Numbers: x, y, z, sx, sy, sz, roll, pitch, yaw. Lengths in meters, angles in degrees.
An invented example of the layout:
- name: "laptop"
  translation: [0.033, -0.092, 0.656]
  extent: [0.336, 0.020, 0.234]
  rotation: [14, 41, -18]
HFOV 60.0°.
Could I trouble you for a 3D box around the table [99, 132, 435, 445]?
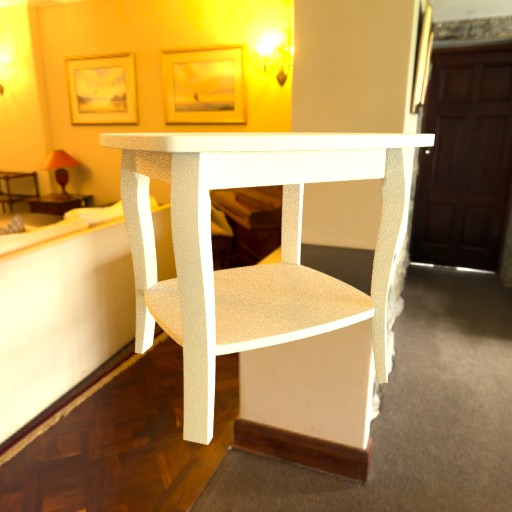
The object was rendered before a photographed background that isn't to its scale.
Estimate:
- name: "table"
  translation: [0.000, 0.000, 0.821]
  extent: [0.502, 0.438, 0.451]
  rotation: [-8, 18, -27]
